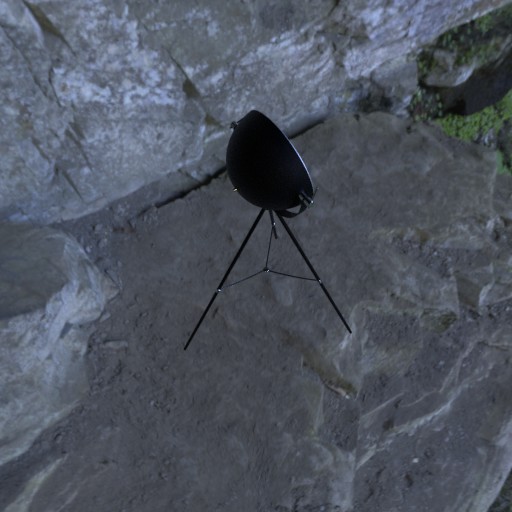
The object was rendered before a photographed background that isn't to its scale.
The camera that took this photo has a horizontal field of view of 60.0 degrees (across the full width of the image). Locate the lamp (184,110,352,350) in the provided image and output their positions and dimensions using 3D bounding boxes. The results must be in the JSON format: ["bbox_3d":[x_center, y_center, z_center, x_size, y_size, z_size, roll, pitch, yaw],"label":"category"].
[{"bbox_3d":[0.000,0.000,2.066,0.920,1.512,0.817,-31,64,-17],"label":"lamp"}]
